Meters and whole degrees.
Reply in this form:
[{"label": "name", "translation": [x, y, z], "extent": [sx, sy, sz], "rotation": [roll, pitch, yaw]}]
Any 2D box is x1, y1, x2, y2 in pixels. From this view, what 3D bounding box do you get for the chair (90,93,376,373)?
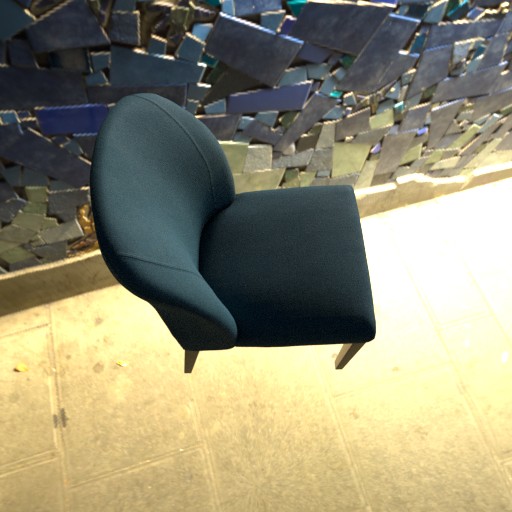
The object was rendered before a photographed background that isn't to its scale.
[{"label": "chair", "translation": [0.000, 0.000, 1.230], "extent": [0.620, 0.879, 0.507], "rotation": [-2, 63, -1]}]
